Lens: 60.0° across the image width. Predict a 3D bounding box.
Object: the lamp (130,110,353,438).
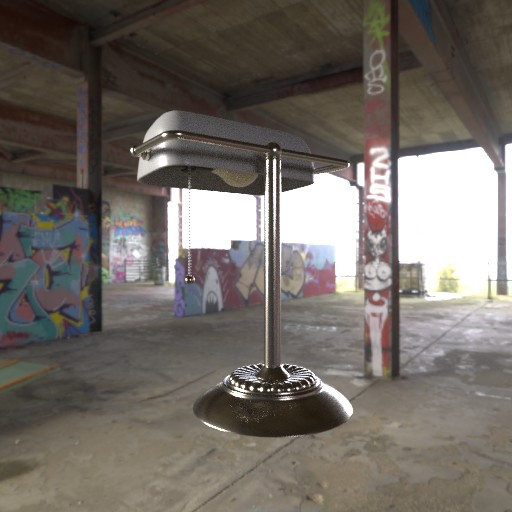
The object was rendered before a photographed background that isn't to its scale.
[{"bbox_3d":[0.000,0.000,0.528,0.264,0.339,0.243,0,0,-36],"label":"lamp"}]
